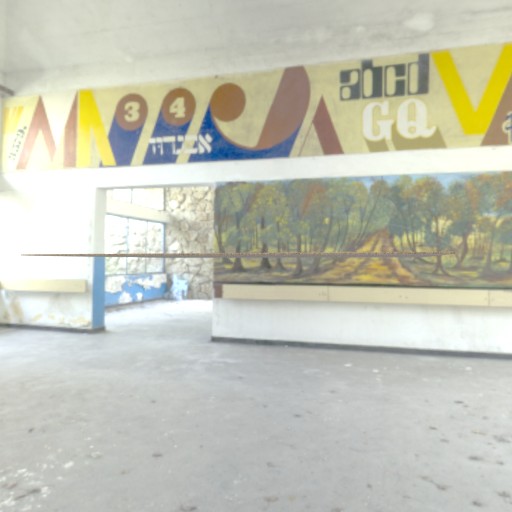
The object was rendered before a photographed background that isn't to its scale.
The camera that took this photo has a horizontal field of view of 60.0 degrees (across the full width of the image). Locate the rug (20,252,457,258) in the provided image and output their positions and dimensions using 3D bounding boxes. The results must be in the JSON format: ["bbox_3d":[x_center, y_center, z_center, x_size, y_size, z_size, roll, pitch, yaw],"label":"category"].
[{"bbox_3d":[0.000,0.000,4.252,3.205,0.013,2.448,0,-1,17],"label":"rug"}]
